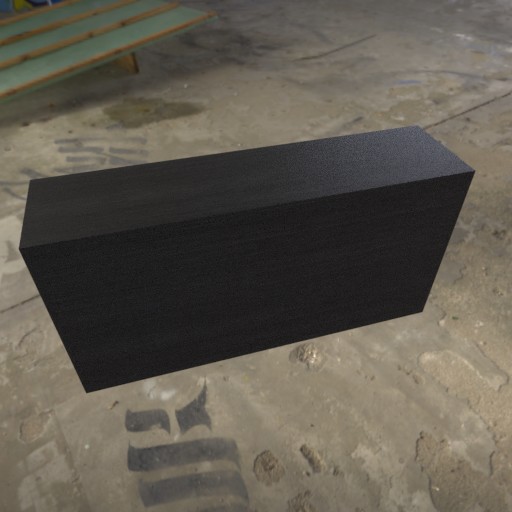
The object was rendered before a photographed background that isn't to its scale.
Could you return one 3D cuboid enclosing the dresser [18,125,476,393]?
[{"bbox_3d":[0.000,0.000,1.893,1.590,0.795,0.400,-11,43,-12],"label":"dresser"}]
